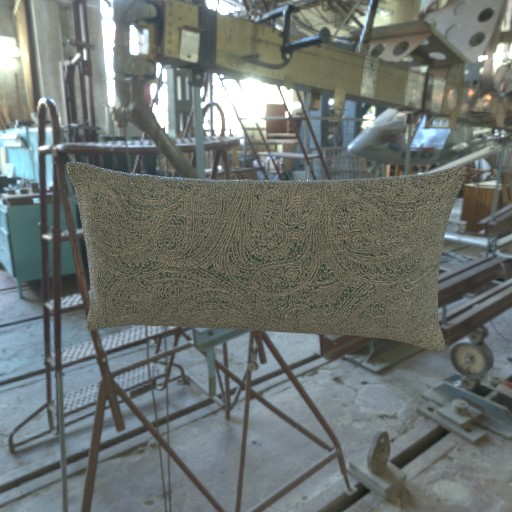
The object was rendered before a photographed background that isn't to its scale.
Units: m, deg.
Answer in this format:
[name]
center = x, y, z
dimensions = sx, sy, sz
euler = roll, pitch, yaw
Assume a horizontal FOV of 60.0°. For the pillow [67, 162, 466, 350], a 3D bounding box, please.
[pillow]
center = 0.000, 0.000, 0.719
dimensions = 0.615, 0.295, 0.151
euler = 2, 16, 7
